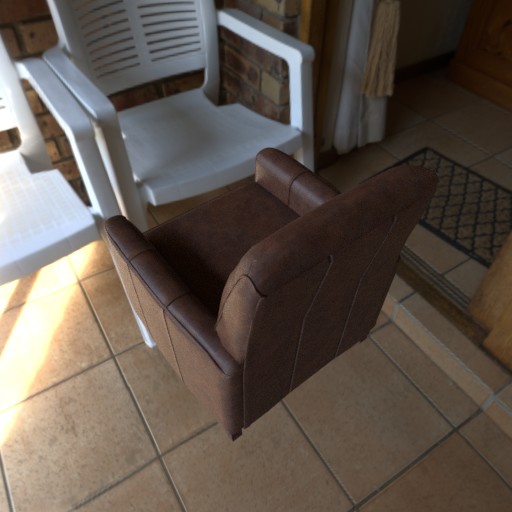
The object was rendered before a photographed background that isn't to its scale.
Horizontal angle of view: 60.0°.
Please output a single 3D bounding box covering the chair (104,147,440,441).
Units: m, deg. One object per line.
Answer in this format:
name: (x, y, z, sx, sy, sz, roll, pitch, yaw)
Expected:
chair: (0.000, 0.000, 1.637, 0.839, 1.010, 0.850, -30, 54, -25)
